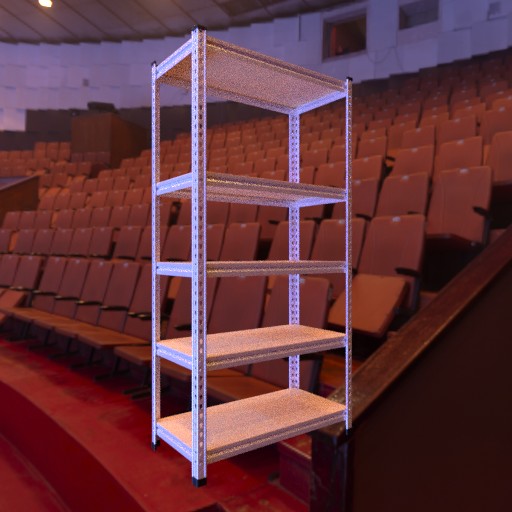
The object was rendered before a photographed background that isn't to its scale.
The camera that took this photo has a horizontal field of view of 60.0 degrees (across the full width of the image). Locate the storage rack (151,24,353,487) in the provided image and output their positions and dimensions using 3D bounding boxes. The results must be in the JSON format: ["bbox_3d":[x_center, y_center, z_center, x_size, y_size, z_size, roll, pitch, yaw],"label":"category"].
[{"bbox_3d":[0.000,0.000,2.199,0.914,1.829,0.457,0,0,-36],"label":"storage rack"}]
